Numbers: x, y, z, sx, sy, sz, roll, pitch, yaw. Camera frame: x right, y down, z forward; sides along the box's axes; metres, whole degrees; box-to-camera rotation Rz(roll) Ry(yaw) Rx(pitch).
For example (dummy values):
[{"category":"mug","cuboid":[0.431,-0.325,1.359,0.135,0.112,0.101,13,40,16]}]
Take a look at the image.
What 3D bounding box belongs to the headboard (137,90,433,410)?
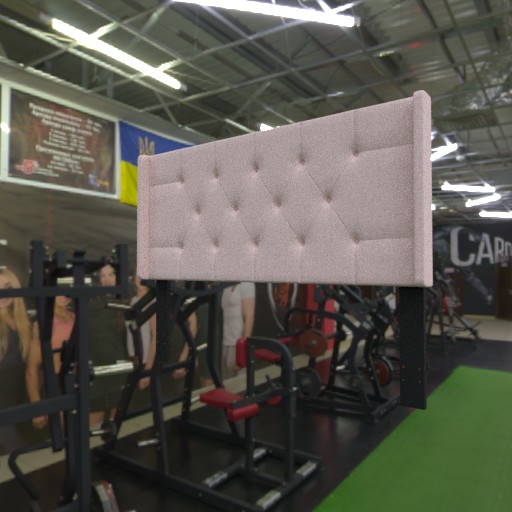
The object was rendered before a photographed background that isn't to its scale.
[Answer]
[{"category":"headboard","cuboid":[0.000,0.000,2.712,2.051,1.524,0.184,-1,-2,37]}]
